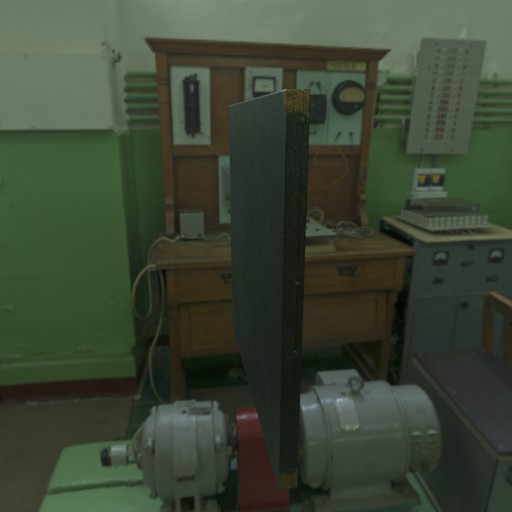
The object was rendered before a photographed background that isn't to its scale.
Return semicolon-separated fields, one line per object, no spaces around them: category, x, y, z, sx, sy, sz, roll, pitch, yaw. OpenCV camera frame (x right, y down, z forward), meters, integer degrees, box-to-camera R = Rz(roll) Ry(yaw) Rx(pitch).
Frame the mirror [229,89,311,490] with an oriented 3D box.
mirror;0.000;0.000;0.574;0.020;0.381;0.382;-3;17;-10
